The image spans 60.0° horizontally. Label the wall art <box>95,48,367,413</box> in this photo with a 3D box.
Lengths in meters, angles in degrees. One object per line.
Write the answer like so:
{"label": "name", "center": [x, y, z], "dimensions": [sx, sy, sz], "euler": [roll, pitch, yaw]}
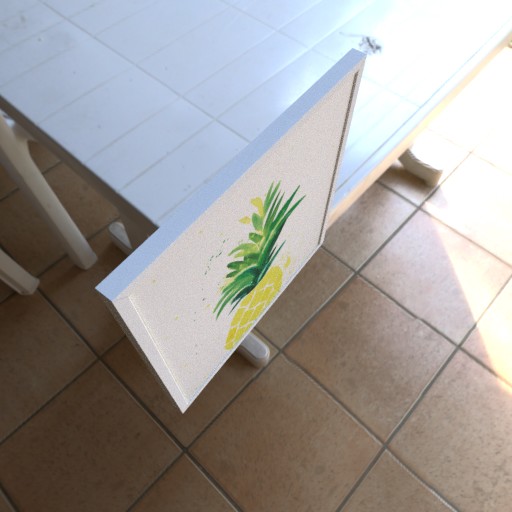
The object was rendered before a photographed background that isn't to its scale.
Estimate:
{"label": "wall art", "center": [0.000, 0.000, 1.154], "dimensions": [0.038, 0.761, 0.763], "euler": [33, 64, 19]}
